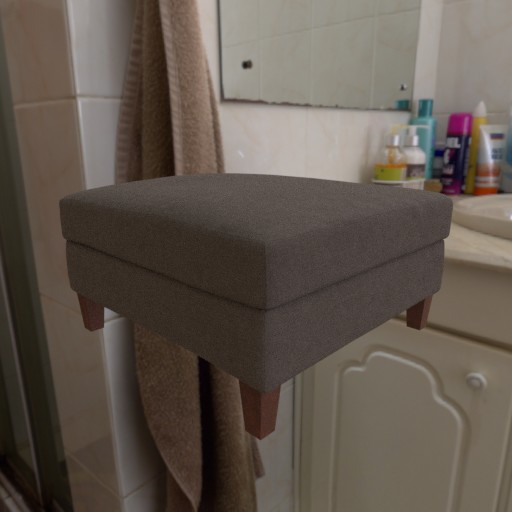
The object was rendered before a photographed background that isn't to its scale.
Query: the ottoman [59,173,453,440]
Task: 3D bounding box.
[{"bbox_3d":[0.000,0.000,1.389,0.881,0.482,0.861,15,21,42],"label":"ottoman"}]
